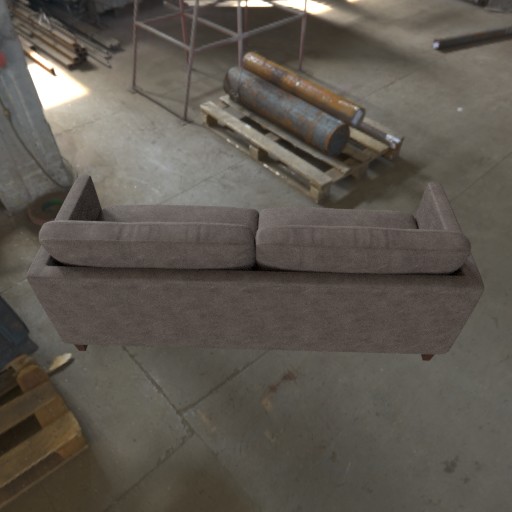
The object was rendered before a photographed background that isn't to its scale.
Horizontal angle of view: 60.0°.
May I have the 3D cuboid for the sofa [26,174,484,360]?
[{"bbox_3d":[0.000,0.000,2.822,2.434,0.965,0.951,1,46,1],"label":"sofa"}]
